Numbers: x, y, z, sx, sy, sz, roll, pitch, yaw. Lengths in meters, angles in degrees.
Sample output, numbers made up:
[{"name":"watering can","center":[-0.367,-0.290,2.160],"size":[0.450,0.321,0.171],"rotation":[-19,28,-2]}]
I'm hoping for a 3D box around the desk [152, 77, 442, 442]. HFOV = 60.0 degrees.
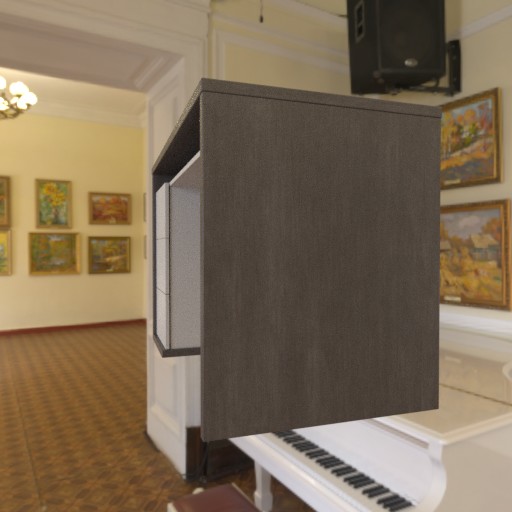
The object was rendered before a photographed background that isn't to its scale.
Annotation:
[{"name":"desk","center":[0.000,0.000,1.525],"size":[0.600,0.750,1.100],"rotation":[0,1,-18]}]
